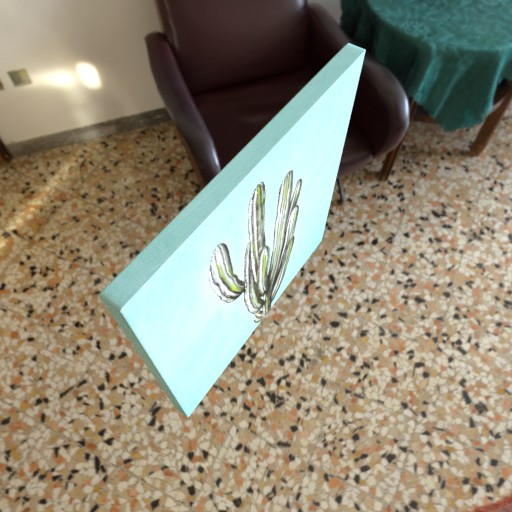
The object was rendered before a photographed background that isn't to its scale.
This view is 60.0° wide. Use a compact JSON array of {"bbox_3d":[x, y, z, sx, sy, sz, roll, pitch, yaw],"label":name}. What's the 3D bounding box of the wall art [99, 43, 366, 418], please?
[{"bbox_3d":[0.000,0.000,1.144,0.054,0.766,0.765,31,64,17],"label":"wall art"}]
